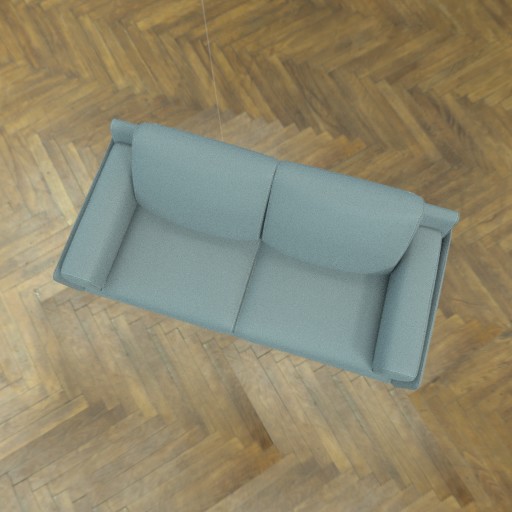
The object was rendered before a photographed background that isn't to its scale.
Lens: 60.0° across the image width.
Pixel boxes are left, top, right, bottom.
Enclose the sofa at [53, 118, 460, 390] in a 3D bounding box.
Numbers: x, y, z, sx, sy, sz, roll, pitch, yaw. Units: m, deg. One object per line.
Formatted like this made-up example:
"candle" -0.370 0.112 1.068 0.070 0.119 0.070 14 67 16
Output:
"sofa" 0.000 0.000 2.603 2.100 0.900 0.969 16 77 4
